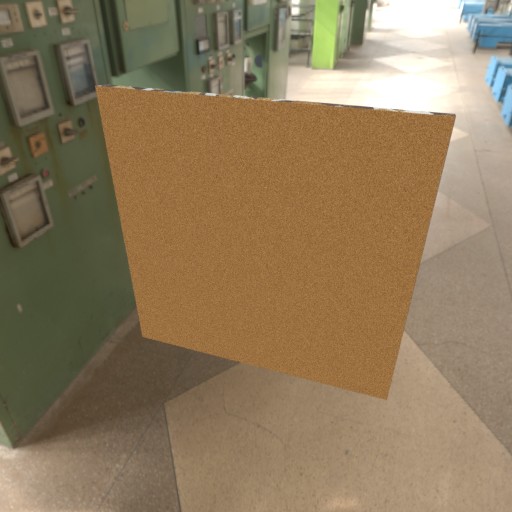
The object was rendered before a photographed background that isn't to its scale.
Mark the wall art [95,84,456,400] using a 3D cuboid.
[{"bbox_3d":[0.000,0.000,0.589,0.404,0.406,0.010,11,35,16],"label":"wall art"}]
